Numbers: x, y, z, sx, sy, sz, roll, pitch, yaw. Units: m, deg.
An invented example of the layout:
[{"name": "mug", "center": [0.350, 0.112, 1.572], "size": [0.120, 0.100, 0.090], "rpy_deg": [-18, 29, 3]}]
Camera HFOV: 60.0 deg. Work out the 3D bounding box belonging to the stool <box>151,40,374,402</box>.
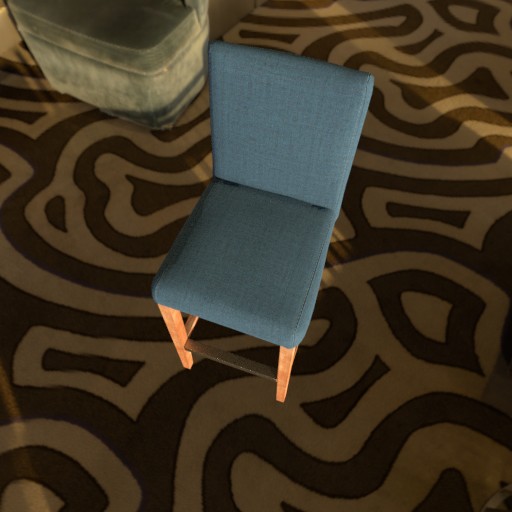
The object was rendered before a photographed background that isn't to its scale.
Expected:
[{"name": "stool", "center": [0.000, 0.000, 1.423], "size": [0.454, 1.088, 0.574], "rpy_deg": [17, 59, 10]}]
